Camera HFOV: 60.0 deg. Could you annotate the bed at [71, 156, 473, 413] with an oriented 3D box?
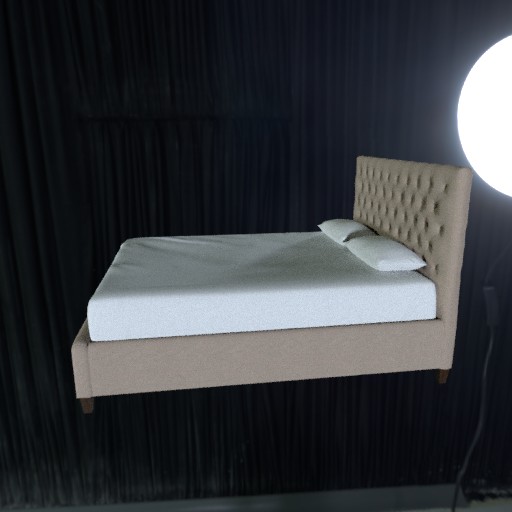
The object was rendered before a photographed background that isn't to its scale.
[{"bbox_3d":[0.000,0.000,3.408,2.387,1.427,1.698,-2,15,-8],"label":"bed"}]
